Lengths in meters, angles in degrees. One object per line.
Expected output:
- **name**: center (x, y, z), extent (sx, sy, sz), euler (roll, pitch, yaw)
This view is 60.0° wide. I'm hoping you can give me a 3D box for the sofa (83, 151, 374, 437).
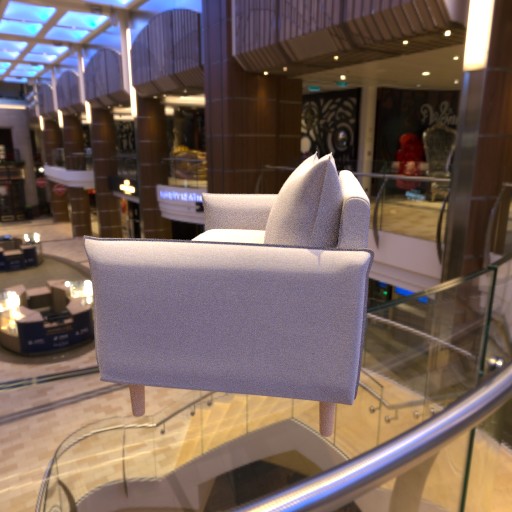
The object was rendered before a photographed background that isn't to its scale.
- **sofa**: center (0.000, 0.000, 1.826), extent (0.820, 0.840, 1.300), euler (2, 14, 9)
